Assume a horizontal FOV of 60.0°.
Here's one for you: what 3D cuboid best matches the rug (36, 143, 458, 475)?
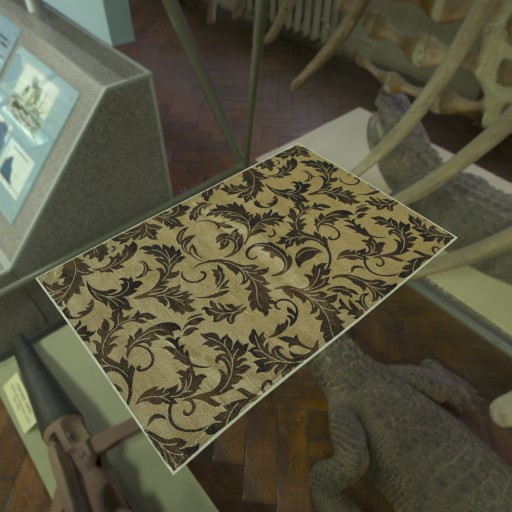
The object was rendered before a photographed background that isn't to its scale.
[{"bbox_3d":[0.000,0.000,2.848,2.284,0.008,1.522,-32,55,-27],"label":"rug"}]
